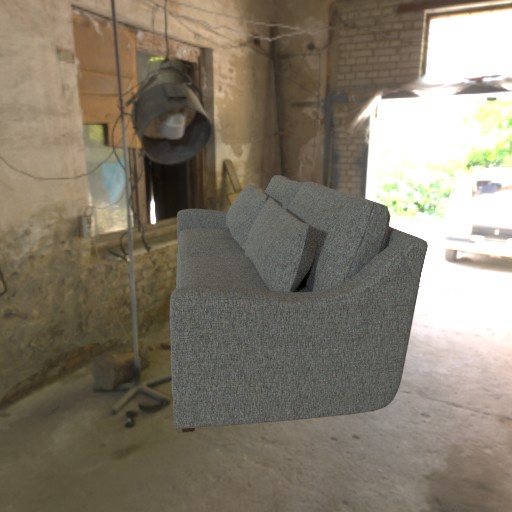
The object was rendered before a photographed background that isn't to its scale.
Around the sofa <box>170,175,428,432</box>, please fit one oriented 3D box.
[{"bbox_3d":[0.000,0.000,2.996,1.103,0.998,2.418,-2,15,-9],"label":"sofa"}]
